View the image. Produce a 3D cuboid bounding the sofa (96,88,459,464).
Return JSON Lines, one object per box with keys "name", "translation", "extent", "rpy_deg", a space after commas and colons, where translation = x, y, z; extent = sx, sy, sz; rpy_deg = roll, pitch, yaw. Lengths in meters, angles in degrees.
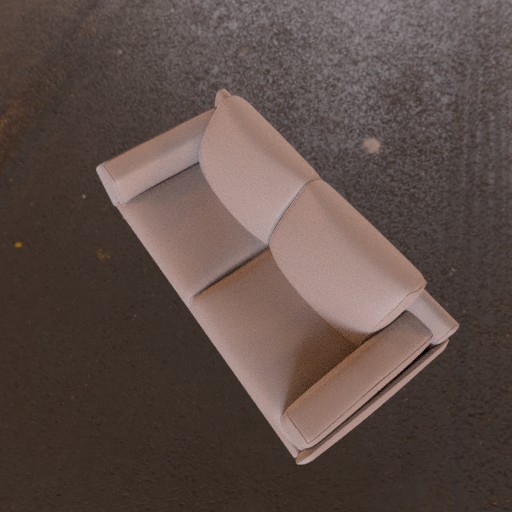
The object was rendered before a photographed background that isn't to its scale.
{"name": "sofa", "translation": [0.000, 0.000, 2.605], "extent": [1.049, 0.930, 2.101], "rpy_deg": [-33, 67, -16]}
